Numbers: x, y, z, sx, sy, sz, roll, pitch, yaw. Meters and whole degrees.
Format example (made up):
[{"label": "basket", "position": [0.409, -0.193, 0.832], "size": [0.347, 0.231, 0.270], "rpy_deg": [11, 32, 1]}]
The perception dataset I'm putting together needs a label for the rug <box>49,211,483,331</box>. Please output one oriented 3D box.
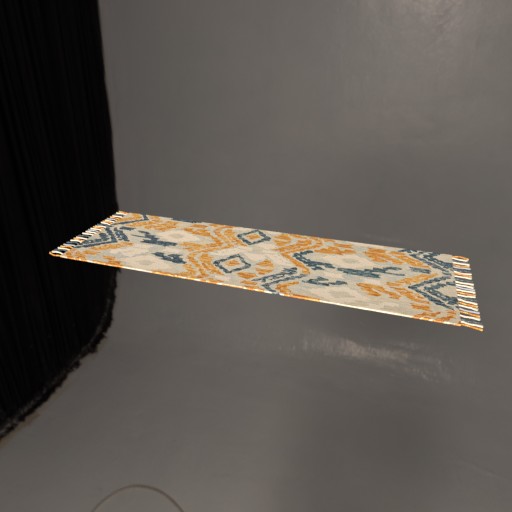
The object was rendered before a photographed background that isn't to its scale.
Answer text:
[{"label": "rug", "position": [0.000, 0.000, 2.680], "size": [2.437, 0.010, 0.783], "rpy_deg": [8, 28, 16]}]
